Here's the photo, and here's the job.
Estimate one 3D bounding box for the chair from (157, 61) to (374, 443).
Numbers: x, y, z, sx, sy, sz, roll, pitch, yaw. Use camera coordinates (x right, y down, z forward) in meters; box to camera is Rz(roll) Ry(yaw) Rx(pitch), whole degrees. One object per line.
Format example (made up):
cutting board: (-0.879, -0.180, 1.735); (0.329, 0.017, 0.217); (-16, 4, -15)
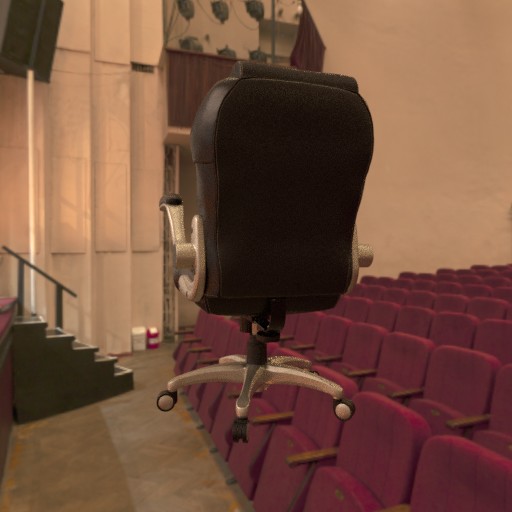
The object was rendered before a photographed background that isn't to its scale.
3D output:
chair: (0.000, 0.000, 1.669); (0.724, 1.141, 0.801); (0, 0, -18)
